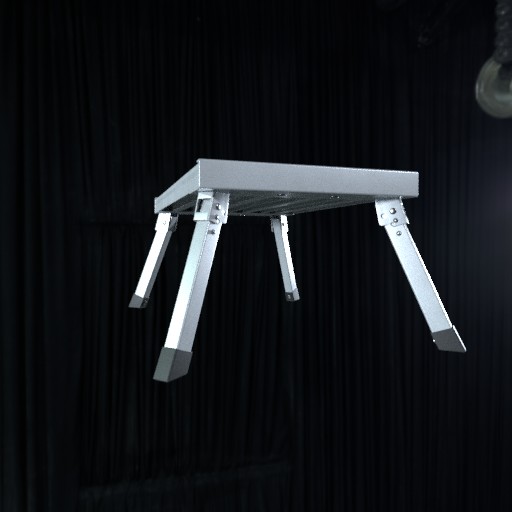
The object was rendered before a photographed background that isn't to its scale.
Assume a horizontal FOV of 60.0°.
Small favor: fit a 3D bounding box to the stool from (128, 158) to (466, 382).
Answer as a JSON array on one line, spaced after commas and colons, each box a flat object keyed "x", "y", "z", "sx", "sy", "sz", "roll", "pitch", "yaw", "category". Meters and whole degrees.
[{"x": 0.000, "y": 0.000, "z": 0.735, "sx": 0.385, "sy": 0.225, "sz": 0.535, "roll": -1, "pitch": 2, "yaw": -19, "category": "stool"}]
